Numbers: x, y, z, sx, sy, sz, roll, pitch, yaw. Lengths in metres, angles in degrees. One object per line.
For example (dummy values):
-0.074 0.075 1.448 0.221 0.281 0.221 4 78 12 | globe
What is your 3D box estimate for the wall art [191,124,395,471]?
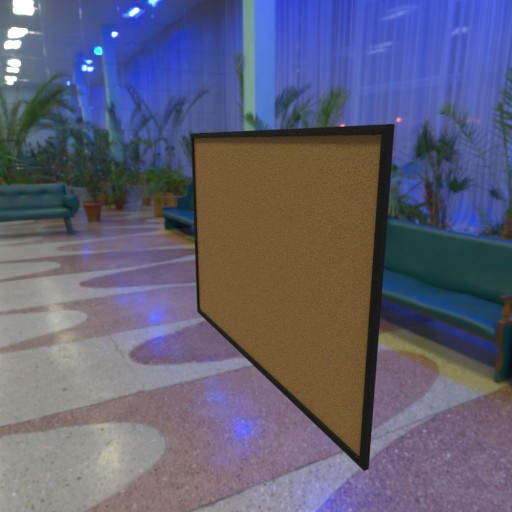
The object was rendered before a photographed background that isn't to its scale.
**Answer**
0.000 0.000 1.219 0.013 0.665 0.963 -7 16 -26 | wall art
